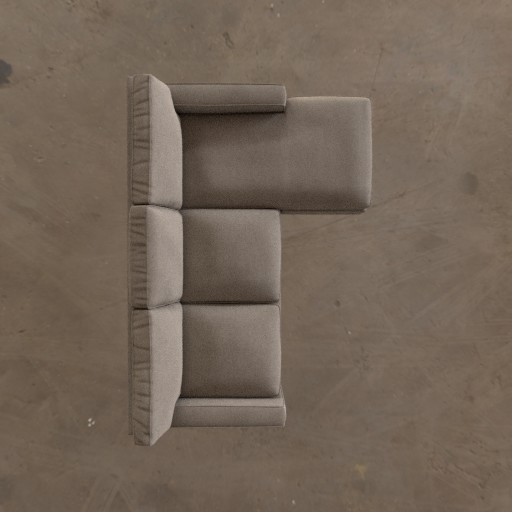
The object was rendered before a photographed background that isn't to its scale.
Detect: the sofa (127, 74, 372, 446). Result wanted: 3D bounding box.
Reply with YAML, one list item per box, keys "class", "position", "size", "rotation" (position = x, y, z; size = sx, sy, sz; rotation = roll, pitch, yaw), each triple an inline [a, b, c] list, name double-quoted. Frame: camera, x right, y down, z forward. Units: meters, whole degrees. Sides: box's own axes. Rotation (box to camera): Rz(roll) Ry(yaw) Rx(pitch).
- class: "sofa"
  position: [0.000, 0.000, 2.801]
  size: [1.496, 0.861, 2.087]
  rotation: [0, 91, 0]
